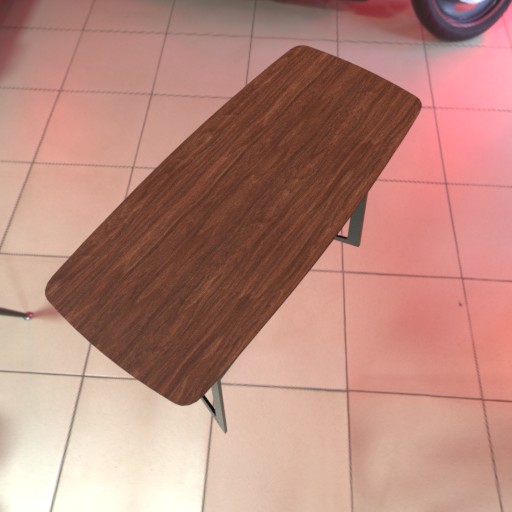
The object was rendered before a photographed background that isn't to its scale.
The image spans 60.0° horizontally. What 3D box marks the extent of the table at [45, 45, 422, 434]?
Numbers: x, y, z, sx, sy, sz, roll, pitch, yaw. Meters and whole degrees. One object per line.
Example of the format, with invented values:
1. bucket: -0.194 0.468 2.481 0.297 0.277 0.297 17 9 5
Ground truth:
1. table: 0.000 0.000 1.093 0.361 0.576 0.804 33 67 16
